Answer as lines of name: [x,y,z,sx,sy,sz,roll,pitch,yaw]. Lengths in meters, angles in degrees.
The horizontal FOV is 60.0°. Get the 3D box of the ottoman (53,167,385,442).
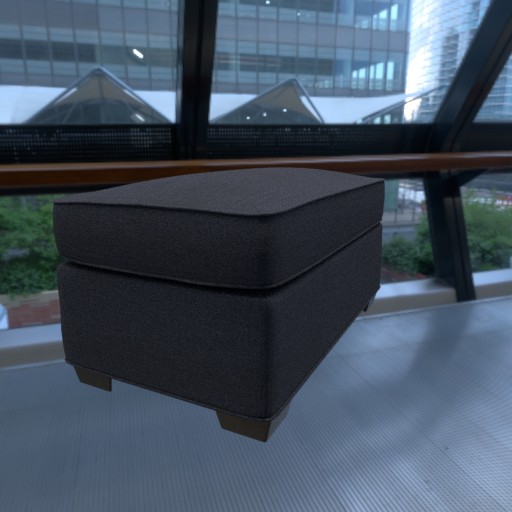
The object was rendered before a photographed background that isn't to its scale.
ottoman: [0.000,0.000,1.179,0.505,0.453,0.895,7,15,26]
